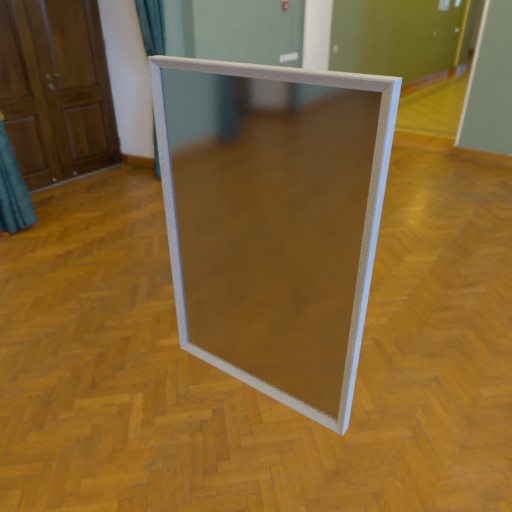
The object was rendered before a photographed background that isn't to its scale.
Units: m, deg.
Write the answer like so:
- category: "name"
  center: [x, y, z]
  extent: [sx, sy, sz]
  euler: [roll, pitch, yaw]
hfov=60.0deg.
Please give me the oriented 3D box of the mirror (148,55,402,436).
- category: "mirror"
  center: [0.000, 0.000, 1.149]
  extent: [0.609, 0.915, 0.041]
  euler: [20, 35, 30]
